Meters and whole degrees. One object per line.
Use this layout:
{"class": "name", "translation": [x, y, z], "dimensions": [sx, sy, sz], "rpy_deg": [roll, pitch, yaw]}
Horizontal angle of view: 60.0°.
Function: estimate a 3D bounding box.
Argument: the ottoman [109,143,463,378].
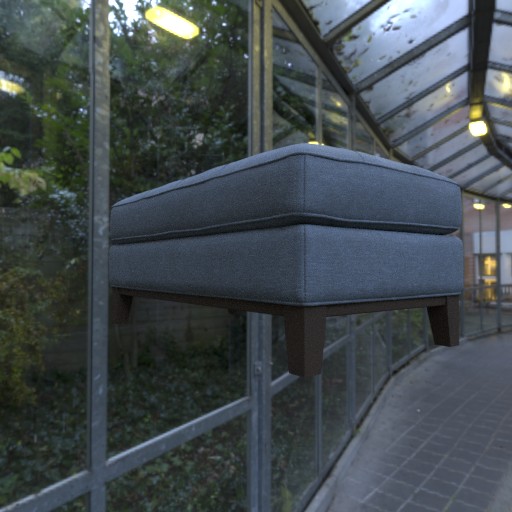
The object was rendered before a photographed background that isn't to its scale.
{"class": "ottoman", "translation": [0.000, 0.000, 1.501], "dimensions": [0.648, 0.514, 1.143], "rpy_deg": [1, -2, -38]}
